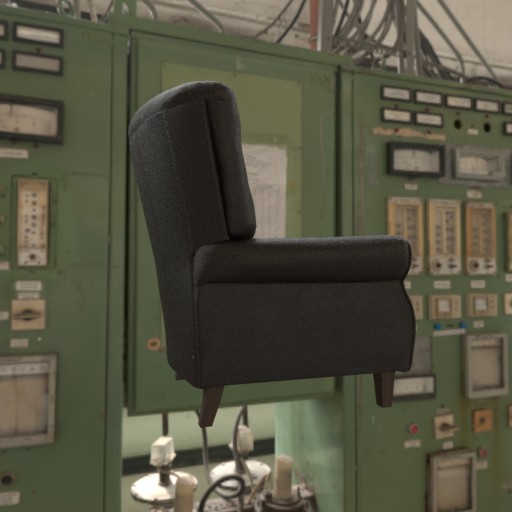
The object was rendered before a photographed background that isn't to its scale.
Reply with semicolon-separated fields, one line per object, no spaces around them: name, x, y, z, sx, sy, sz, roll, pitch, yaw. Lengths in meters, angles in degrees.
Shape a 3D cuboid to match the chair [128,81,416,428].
chair;0.000;0.000;1.900;1.058;1.158;0.948;0;-1;-17
